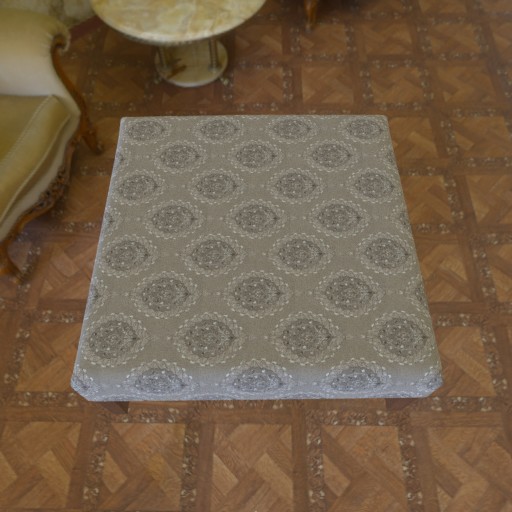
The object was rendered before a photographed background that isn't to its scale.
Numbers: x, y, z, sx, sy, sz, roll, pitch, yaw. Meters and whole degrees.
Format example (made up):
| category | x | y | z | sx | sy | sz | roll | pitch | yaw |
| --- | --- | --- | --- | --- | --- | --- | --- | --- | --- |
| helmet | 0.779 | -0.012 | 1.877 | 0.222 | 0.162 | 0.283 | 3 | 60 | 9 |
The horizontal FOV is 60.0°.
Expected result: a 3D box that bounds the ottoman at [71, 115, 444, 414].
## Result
| category | x | y | z | sx | sy | sz | roll | pitch | yaw |
| --- | --- | --- | --- | --- | --- | --- | --- | --- | --- |
| ottoman | 0.000 | 0.000 | 1.389 | 0.890 | 0.411 | 0.889 | -1 | 60 | 0 |
